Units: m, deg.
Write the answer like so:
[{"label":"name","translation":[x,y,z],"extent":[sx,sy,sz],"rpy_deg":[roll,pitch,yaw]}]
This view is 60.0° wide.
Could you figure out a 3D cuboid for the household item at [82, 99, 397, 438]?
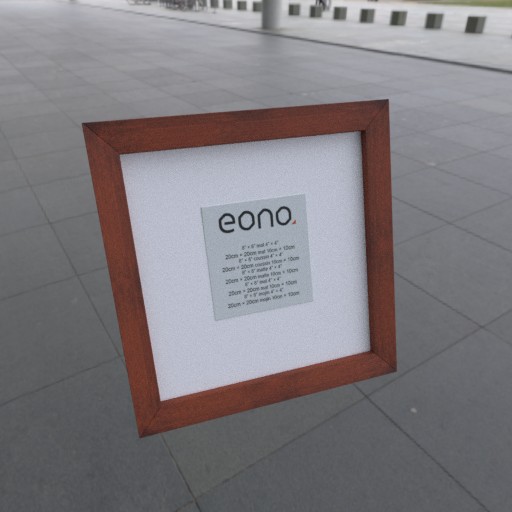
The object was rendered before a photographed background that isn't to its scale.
[{"label":"household item","translation":[0.000,0.000,0.384],"extent":[0.240,0.240,0.131],"rpy_deg":[-9,33,-15]}]
